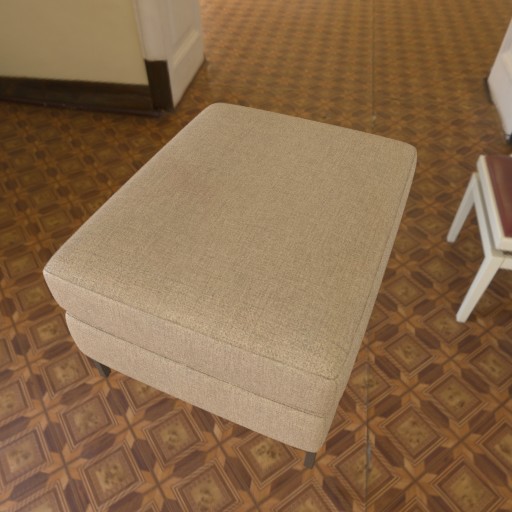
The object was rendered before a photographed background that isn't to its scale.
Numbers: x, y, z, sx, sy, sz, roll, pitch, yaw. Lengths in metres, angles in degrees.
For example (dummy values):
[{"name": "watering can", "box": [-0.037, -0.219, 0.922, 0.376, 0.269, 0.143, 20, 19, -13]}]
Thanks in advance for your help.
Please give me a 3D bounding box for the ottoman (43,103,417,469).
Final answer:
[{"name": "ottoman", "box": [0.000, 0.000, 1.214, 0.671, 0.490, 0.820, 18, 49, 16]}]
